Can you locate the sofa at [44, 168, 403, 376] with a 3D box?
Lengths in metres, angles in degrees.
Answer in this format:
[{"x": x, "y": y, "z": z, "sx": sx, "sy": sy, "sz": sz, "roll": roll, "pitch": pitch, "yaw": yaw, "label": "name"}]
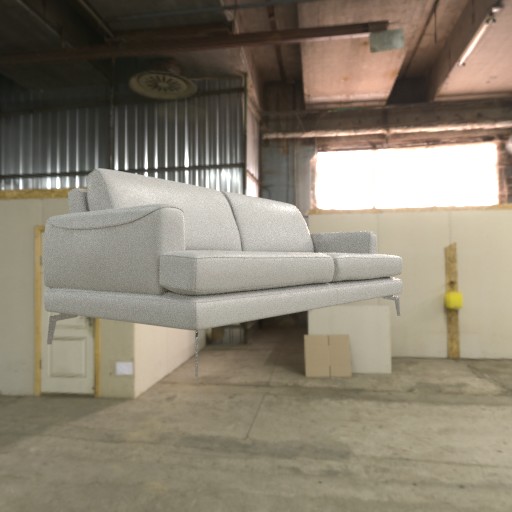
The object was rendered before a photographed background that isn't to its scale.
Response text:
[{"x": 0.000, "y": 0.000, "z": 2.404, "sx": 0.974, "sy": 0.765, "sz": 1.940, "roll": 0, "pitch": -1, "yaw": 37, "label": "sofa"}]
